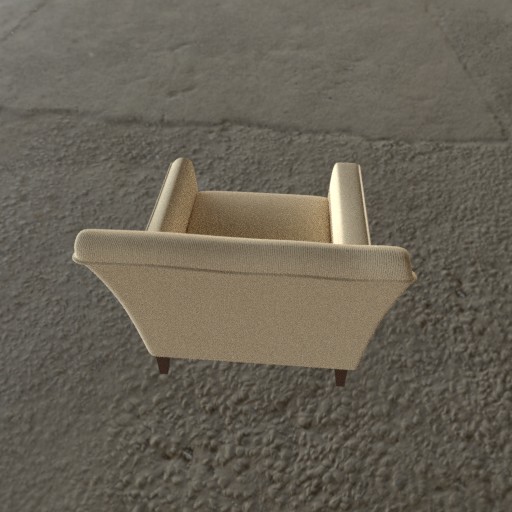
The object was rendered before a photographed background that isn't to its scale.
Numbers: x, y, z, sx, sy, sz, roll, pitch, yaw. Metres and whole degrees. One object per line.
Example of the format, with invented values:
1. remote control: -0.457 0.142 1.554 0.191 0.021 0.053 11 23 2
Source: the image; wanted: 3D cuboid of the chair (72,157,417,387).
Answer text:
1. chair: 0.000 0.000 1.584 0.780 0.919 0.899 3 47 3
